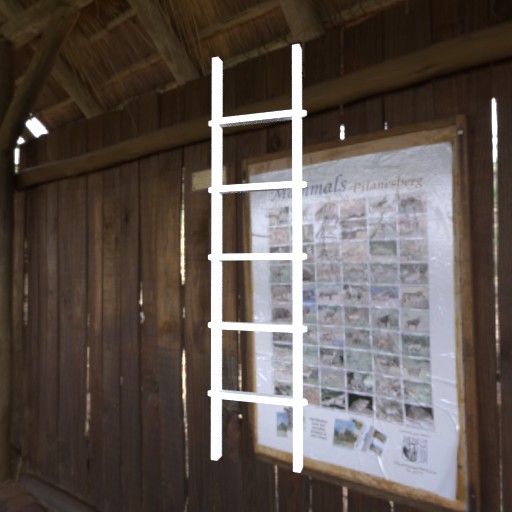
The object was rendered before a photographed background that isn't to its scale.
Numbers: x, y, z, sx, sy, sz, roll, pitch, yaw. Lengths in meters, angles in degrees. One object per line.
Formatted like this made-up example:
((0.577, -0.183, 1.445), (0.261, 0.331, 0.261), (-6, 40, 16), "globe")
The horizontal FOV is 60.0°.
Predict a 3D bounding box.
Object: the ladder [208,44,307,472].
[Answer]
((0.000, 0.000, 1.944), (0.452, 1.797, 0.051), (-1, -2, 18), "ladder")
